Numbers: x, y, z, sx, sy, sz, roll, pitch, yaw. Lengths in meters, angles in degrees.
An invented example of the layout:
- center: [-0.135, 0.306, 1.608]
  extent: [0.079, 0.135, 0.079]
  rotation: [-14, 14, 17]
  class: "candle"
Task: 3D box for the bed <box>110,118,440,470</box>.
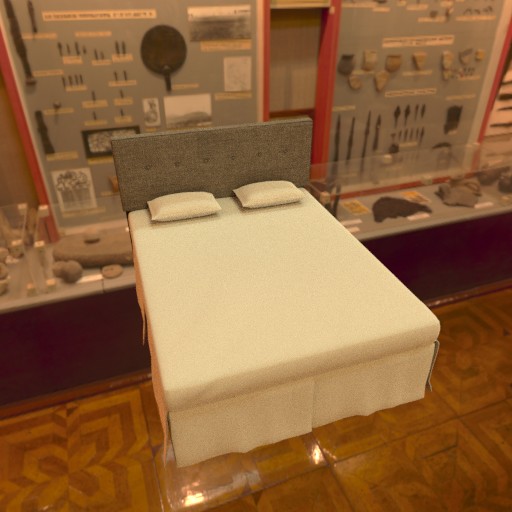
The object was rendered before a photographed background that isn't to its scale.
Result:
- center: [0.000, 0.000, 2.936]
  extent: [1.621, 1.168, 1.958]
  rotation: [-10, 34, -15]
  class: "bed"
